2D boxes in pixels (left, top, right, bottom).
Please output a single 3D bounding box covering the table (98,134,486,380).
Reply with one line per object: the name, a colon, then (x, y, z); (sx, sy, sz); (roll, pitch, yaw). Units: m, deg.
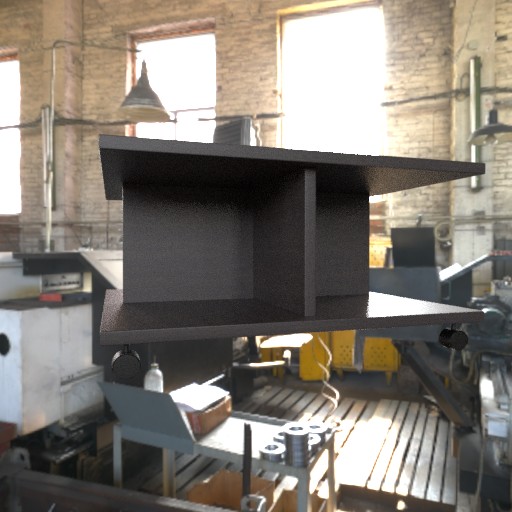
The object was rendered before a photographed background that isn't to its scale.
table: (0.000, 0.000, 1.173); (0.762, 0.396, 0.762); (0, 1, -18)
